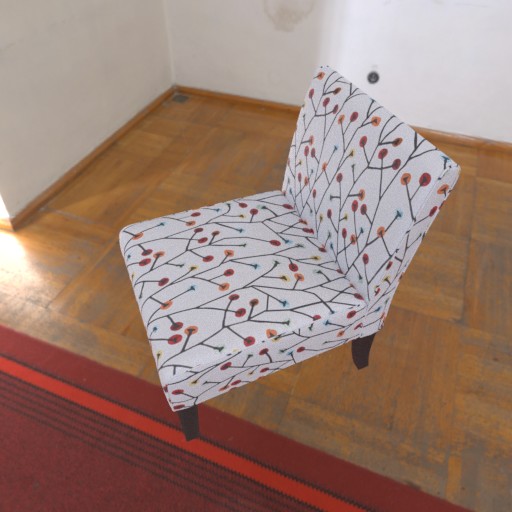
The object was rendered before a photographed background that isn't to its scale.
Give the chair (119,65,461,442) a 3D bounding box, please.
[{"bbox_3d":[0.000,0.000,1.322,0.732,0.813,0.597,-17,48,-16],"label":"chair"}]
